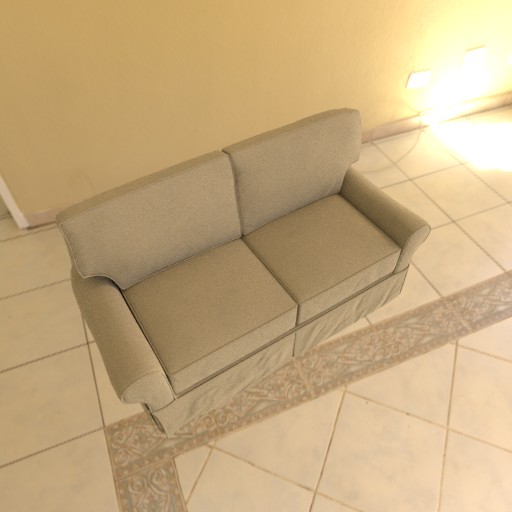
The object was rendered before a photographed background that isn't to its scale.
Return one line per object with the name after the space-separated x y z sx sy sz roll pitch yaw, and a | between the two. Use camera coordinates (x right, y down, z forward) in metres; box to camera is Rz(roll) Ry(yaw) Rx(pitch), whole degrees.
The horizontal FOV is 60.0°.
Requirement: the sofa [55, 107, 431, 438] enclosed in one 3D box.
0.000 0.000 2.371 1.823 1.024 0.841 -26 53 -21 | sofa
